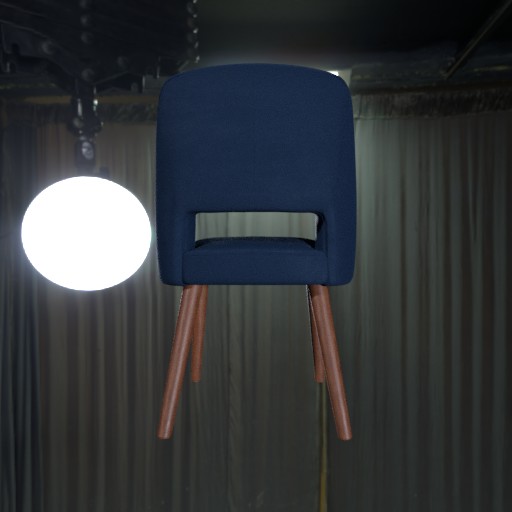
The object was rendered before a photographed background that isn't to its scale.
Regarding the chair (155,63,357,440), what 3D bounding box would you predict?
[{"bbox_3d":[0.000,0.000,1.247,0.559,0.844,0.591,0,-1,1],"label":"chair"}]
